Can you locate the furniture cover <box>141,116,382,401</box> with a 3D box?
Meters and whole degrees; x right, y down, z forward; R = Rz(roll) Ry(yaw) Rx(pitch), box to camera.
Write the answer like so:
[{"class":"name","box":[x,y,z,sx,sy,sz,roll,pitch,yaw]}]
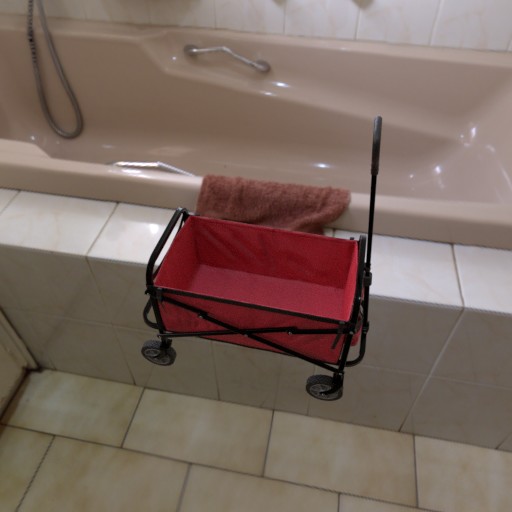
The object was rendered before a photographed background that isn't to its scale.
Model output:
[{"class":"furniture cover","box":[0.000,0.000,1.829,1.038,1.295,0.532,9,46,9]}]
